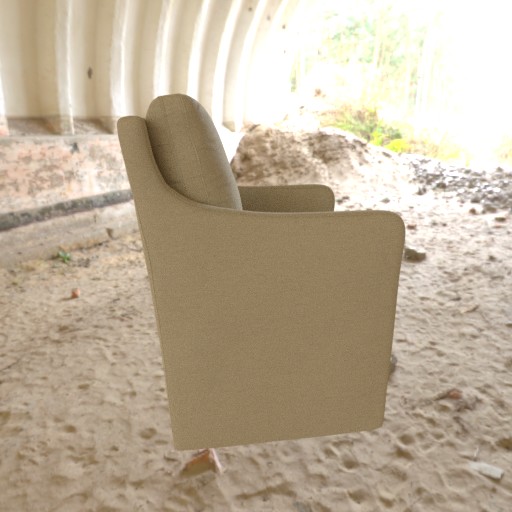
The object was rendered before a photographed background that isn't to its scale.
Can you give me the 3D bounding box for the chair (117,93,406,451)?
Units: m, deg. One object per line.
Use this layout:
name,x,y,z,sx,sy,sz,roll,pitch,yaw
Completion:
chair,0.000,0.000,1.368,0.694,0.914,0.626,-3,16,-9
